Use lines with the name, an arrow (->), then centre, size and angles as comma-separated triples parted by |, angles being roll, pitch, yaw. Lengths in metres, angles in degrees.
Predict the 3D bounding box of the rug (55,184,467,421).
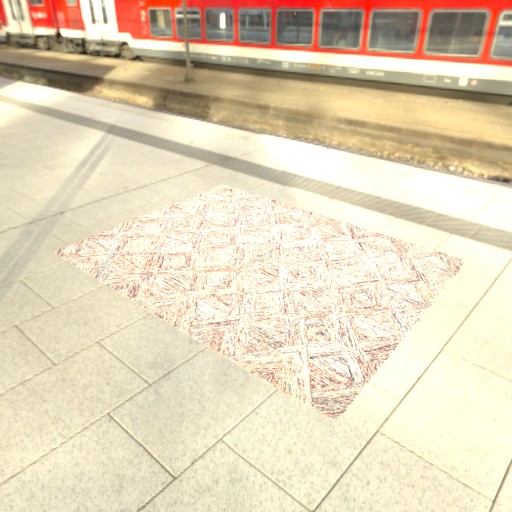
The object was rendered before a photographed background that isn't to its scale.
rug -> 0.000, 0.000, 4.298 | 3.226, 0.024, 2.436 | 22, 37, 34
